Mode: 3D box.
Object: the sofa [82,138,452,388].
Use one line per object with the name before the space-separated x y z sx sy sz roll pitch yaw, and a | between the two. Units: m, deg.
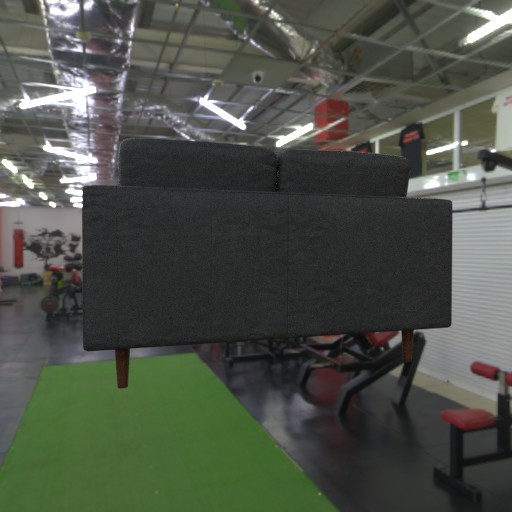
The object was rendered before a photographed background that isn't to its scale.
sofa | 0.000 0.000 2.035 1.430 0.899 0.879 0 1 -17
